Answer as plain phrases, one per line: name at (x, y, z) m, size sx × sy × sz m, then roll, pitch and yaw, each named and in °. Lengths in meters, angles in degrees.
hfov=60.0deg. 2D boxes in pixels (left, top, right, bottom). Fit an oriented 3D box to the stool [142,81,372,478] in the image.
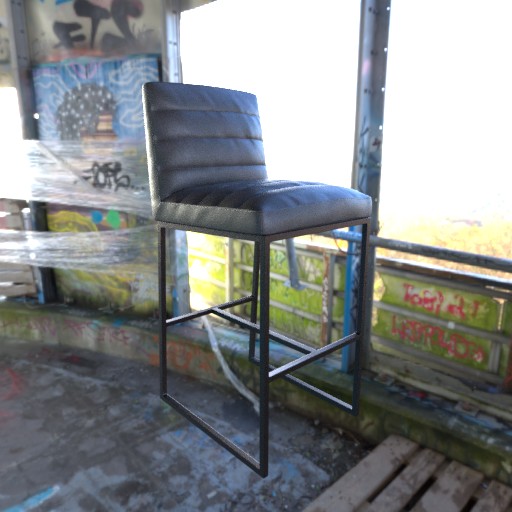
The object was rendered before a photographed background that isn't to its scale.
stool at (0.000, 0.000, 1.402) m, size 0.463 × 1.065 × 0.562 m, roll -12°, pitch 18°, yaw -41°
